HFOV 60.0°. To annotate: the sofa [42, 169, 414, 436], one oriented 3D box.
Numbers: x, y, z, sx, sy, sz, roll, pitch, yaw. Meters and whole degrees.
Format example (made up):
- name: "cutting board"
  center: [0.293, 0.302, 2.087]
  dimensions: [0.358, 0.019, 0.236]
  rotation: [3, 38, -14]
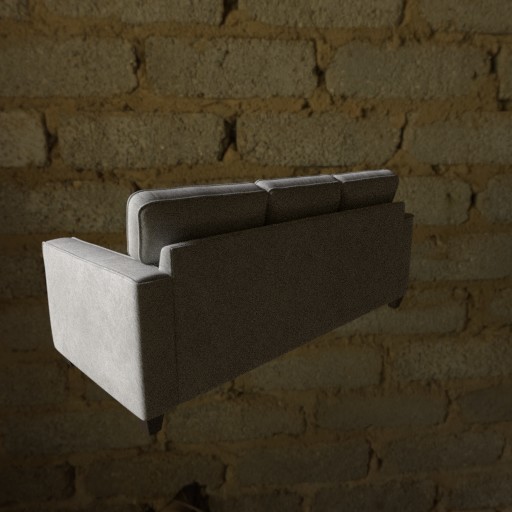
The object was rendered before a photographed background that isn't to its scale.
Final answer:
- name: "sofa"
  center: [0.000, 0.000, 2.635]
  dimensions: [2.133, 0.965, 0.939]
  rotation: [-14, 20, -43]
